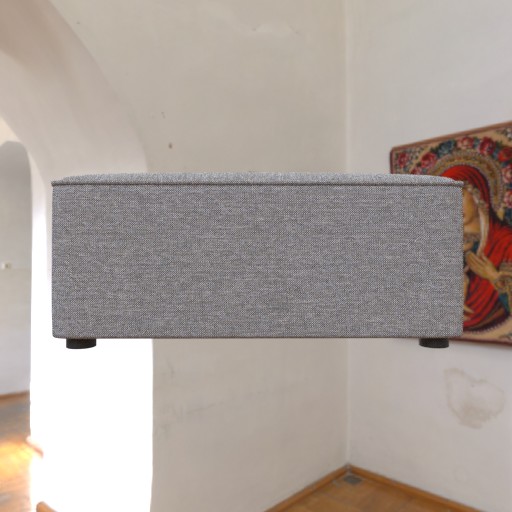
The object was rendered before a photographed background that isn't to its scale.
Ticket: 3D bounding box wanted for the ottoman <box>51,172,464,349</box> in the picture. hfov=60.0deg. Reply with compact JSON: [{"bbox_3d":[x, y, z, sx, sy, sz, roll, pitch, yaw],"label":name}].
[{"bbox_3d":[0.000,0.000,1.535,1.005,0.455,1.005,0,-1,-1],"label":"ottoman"}]
